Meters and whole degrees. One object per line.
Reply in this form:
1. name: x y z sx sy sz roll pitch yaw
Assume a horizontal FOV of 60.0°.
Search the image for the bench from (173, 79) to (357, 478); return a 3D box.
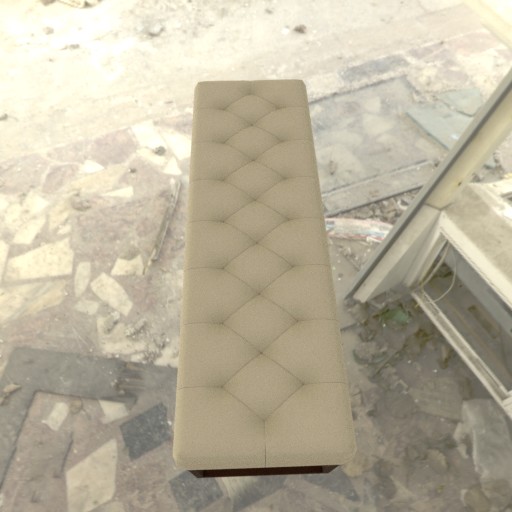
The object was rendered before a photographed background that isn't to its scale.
1. bench: 0.000 0.000 1.686 0.479 0.488 1.488 -2 59 -1
